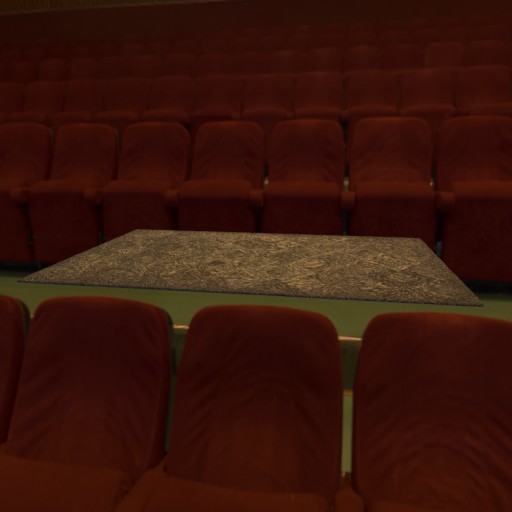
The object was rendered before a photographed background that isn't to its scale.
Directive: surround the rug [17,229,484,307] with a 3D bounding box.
[{"bbox_3d":[0.000,0.000,2.176,1.754,0.010,1.139,2,14,9],"label":"rug"}]
